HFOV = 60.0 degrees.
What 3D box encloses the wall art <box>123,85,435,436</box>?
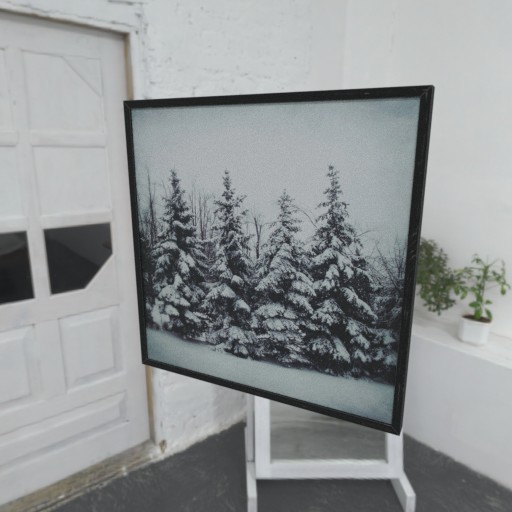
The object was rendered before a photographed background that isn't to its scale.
[{"bbox_3d":[0.000,0.000,1.108,0.761,0.761,0.037,7,16,26],"label":"wall art"}]
